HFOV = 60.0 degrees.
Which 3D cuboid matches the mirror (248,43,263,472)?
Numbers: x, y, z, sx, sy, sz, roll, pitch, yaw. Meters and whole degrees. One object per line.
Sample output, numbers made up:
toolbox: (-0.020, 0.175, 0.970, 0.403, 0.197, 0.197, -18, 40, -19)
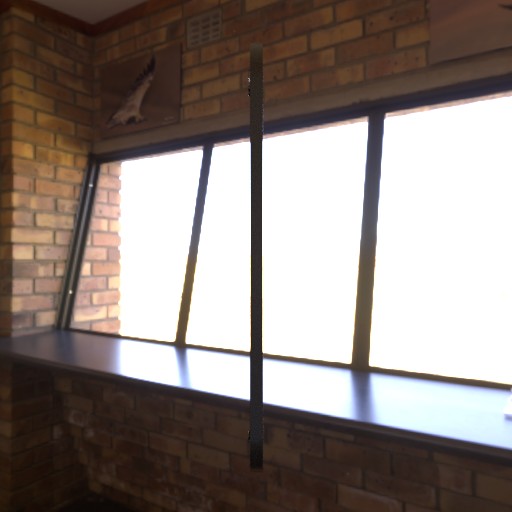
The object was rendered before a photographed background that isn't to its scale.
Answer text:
mirror: (0.000, 0.000, 1.050, 0.032, 0.991, 0.222, 0, -1, 0)
